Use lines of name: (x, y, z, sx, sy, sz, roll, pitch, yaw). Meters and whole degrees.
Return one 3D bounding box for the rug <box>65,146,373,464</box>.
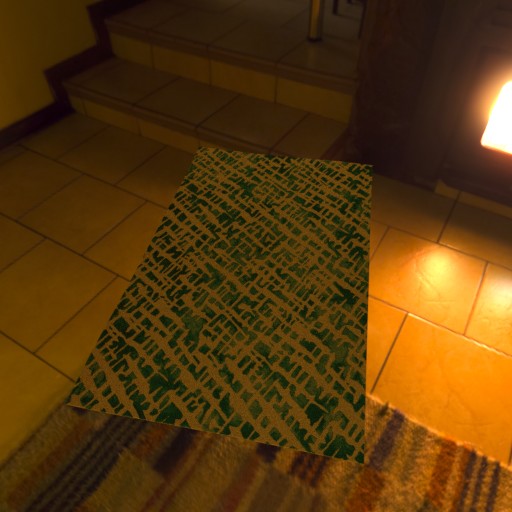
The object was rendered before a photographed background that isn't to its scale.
rug: (0.000, 0.000, 3.006, 1.520, 0.011, 2.447, 8, 47, 8)
